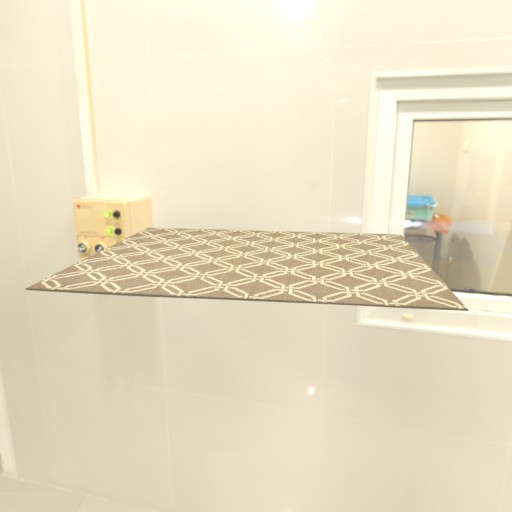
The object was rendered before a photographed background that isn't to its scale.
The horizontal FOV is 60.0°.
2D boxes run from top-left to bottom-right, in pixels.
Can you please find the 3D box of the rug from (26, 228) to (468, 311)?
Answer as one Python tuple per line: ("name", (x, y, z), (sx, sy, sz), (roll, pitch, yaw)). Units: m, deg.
("rug", (0.000, 0.000, 3.953), (2.895, 0.018, 2.288), (2, 14, 8))
